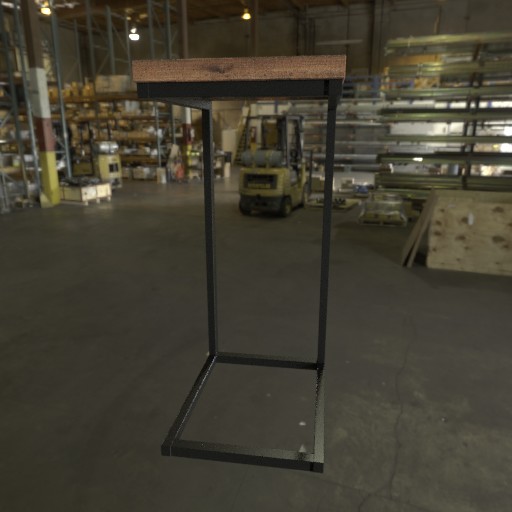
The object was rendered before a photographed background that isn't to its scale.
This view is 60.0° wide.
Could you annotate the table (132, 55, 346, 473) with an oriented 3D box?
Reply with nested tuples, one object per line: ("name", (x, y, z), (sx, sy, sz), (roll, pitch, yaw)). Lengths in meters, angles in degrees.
("table", (0.000, 0.000, 0.944), (0.323, 0.718, 0.414), (2, 16, 9))
